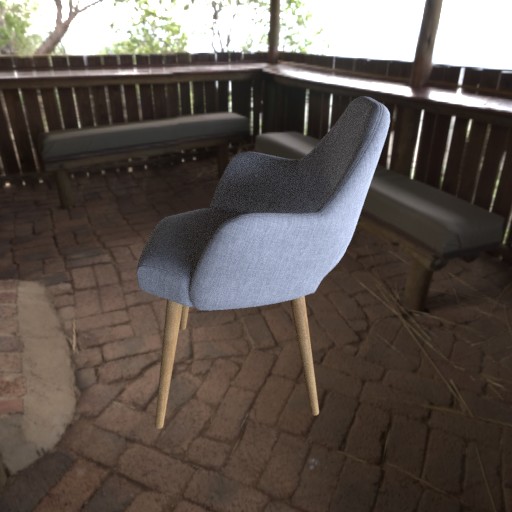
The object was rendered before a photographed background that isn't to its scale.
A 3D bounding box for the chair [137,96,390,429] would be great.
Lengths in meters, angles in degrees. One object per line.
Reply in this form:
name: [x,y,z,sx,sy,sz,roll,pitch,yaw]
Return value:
chair: [0.000,0.000,1.254,0.610,0.840,0.590,0,27,0]
